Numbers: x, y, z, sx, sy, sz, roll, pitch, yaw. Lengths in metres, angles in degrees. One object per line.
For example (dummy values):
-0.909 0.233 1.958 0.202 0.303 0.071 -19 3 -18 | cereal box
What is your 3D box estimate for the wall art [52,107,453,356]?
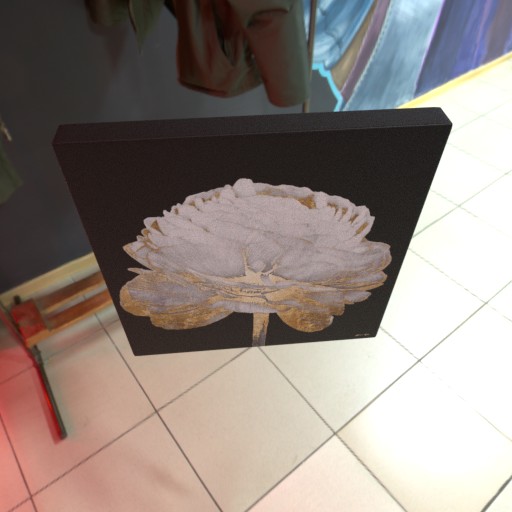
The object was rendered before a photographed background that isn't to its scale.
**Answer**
0.000 0.000 0.606 0.406 0.407 0.041 -4 47 -4 | wall art
